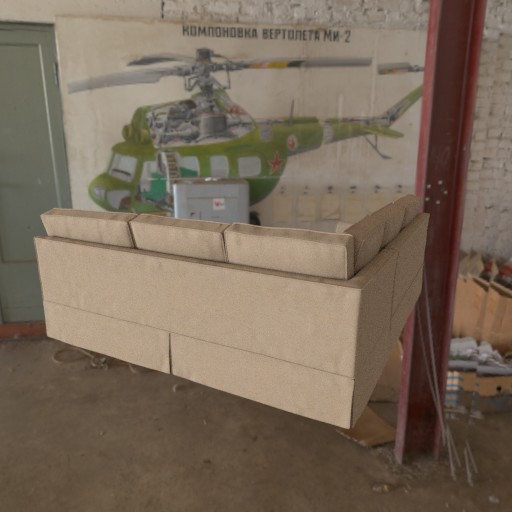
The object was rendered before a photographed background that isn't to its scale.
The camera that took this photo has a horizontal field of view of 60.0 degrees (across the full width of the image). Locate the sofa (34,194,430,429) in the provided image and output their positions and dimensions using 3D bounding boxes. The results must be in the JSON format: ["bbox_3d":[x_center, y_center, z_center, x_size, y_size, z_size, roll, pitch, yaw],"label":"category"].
[{"bbox_3d":[0.000,0.000,4.214,2.733,1.124,2.730,8,17,27],"label":"sofa"}]
